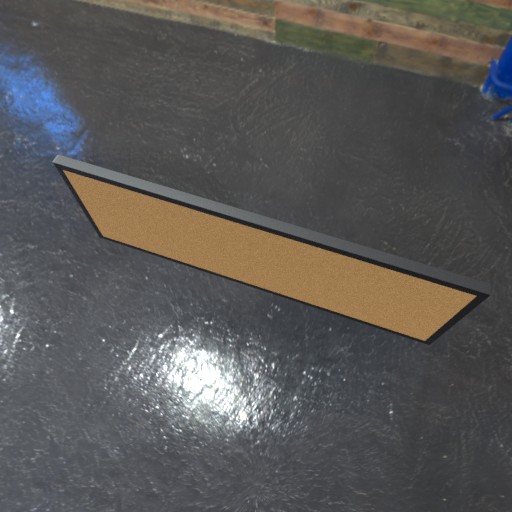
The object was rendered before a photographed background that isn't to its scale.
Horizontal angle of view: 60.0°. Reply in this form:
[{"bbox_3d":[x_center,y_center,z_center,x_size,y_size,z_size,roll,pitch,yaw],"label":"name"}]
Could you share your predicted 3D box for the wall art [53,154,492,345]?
[{"bbox_3d":[0.000,0.000,1.759,1.572,0.554,0.041,17,64,9],"label":"wall art"}]
